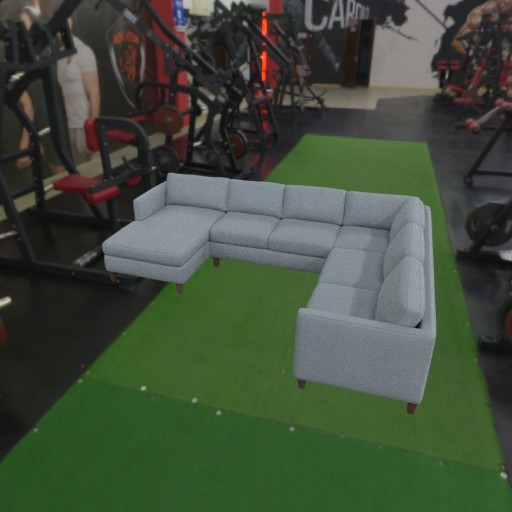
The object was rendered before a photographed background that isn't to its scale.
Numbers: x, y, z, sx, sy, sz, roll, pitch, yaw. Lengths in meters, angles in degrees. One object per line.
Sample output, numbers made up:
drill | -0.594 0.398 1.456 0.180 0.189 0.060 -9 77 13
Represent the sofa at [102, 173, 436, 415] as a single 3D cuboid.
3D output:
sofa | 0.000 0.000 4.397 3.238 0.853 2.551 9 28 16
